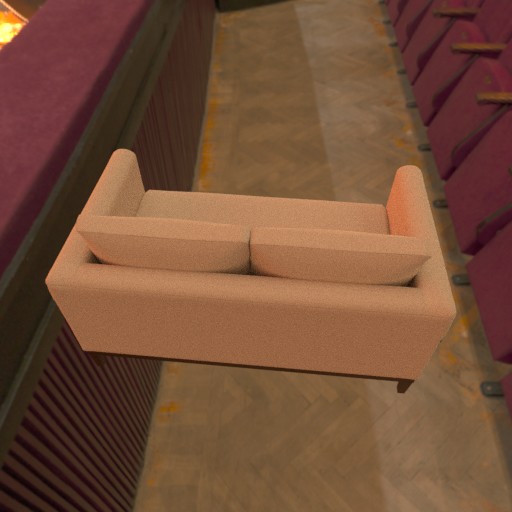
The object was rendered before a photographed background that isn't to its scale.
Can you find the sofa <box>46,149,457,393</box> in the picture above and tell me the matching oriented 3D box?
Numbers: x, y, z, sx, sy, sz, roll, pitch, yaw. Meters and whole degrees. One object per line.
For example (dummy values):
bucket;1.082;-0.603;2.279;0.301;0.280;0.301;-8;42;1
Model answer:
sofa;0.000;0.000;2.149;1.598;0.873;0.905;4;48;4
